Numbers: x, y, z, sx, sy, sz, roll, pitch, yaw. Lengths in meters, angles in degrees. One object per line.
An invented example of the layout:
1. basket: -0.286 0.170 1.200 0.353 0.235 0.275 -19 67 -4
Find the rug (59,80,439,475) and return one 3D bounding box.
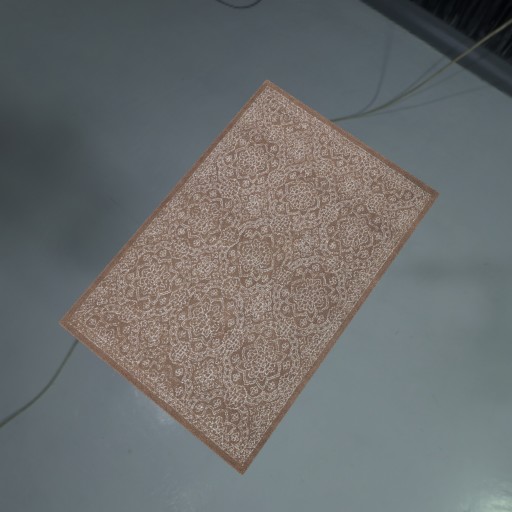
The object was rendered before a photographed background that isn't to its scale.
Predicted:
1. rug: 0.000 0.000 3.013 1.524 0.011 2.286 36 79 8
